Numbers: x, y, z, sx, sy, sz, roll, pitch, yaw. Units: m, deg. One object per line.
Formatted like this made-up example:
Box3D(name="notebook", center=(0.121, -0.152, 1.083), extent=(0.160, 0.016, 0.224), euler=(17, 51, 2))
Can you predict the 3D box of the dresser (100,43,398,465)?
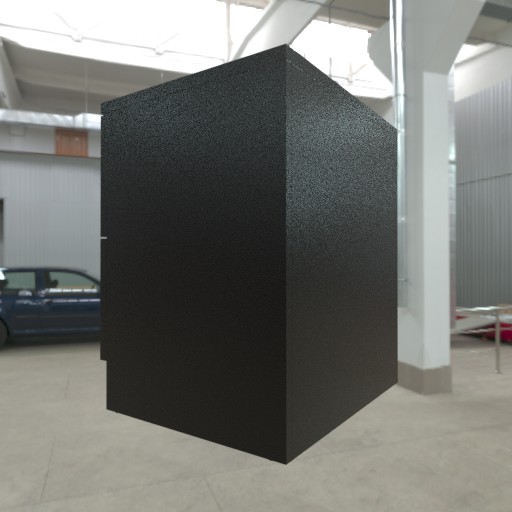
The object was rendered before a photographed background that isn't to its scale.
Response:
Box3D(name="dresser", center=(0.000, 0.000, 0.759), extent=(0.360, 0.470, 0.400), euler=(0, 0, 35))
